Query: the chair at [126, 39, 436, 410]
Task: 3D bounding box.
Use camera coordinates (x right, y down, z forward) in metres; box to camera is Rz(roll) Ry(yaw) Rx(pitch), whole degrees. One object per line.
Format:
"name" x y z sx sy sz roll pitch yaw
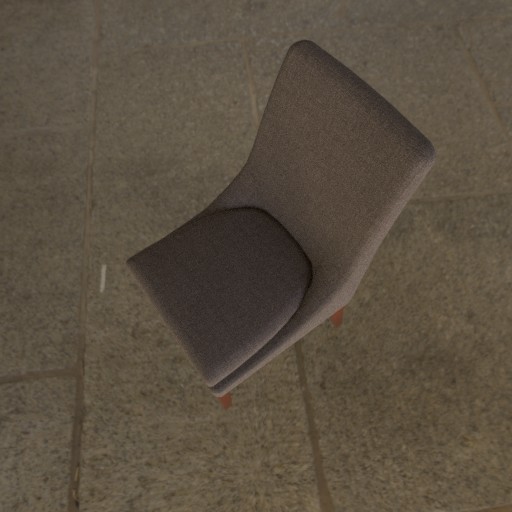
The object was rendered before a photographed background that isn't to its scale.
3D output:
"chair" 0.000 0.000 1.330 0.655 0.952 0.508 -33 68 -15
